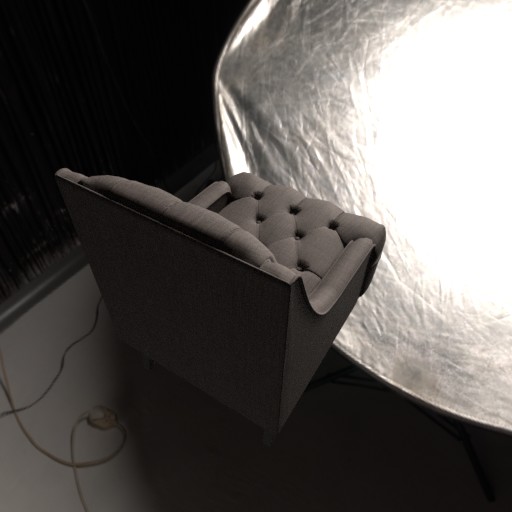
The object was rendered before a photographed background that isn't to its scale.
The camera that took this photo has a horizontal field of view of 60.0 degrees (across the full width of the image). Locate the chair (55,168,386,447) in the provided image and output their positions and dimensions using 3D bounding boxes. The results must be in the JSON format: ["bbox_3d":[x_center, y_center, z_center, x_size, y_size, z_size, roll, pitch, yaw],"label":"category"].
[{"bbox_3d":[0.000,0.000,1.441,0.655,0.891,0.771,24,51,22],"label":"chair"}]
